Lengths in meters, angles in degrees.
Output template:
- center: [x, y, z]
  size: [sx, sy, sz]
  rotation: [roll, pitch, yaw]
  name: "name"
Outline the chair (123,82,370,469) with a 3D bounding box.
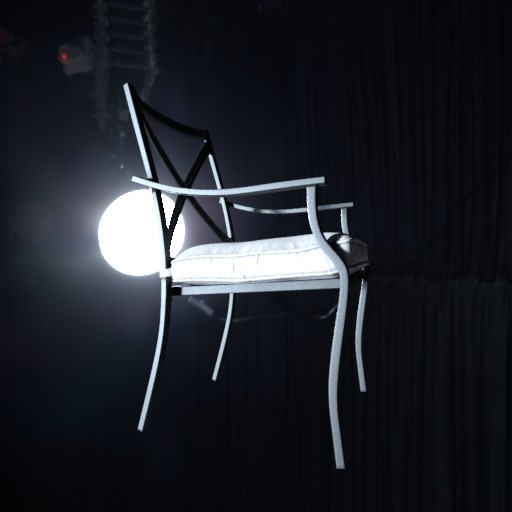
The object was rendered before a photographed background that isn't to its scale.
- center: [0.000, 0.000, 1.280]
  size: [0.620, 0.889, 0.575]
  rotation: [0, 1, 19]
  name: "chair"
